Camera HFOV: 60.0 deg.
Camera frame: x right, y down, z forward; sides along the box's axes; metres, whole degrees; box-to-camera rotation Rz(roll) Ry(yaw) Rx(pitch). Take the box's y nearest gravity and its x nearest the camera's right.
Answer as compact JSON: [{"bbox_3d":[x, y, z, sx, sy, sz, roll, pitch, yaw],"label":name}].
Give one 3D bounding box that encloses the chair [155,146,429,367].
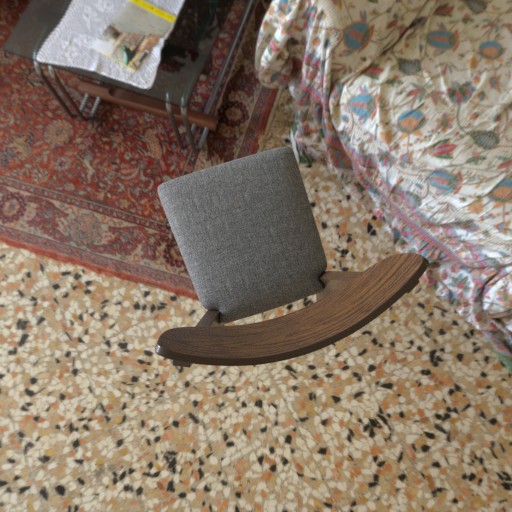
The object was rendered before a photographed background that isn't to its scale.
[{"bbox_3d":[0.000,0.000,1.196,0.491,0.849,0.583,-18,75,-5],"label":"chair"}]
